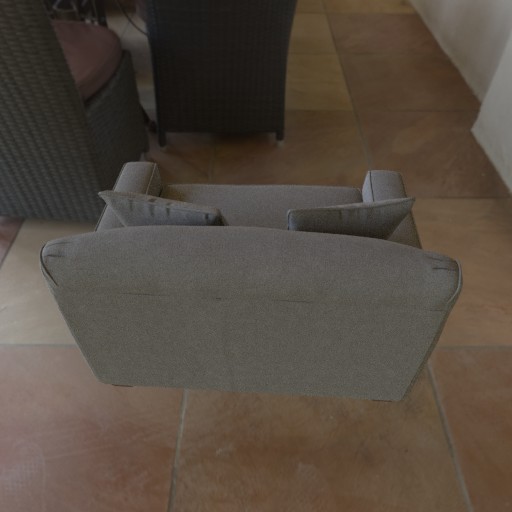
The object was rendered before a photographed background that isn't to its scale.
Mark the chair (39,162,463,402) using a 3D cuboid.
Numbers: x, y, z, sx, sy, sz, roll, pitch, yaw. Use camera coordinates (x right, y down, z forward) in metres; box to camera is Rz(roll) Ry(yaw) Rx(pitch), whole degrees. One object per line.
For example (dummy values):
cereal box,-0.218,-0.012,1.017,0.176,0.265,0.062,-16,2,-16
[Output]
chair,0.000,0.000,2.008,1.395,0.953,0.992,3,47,2
